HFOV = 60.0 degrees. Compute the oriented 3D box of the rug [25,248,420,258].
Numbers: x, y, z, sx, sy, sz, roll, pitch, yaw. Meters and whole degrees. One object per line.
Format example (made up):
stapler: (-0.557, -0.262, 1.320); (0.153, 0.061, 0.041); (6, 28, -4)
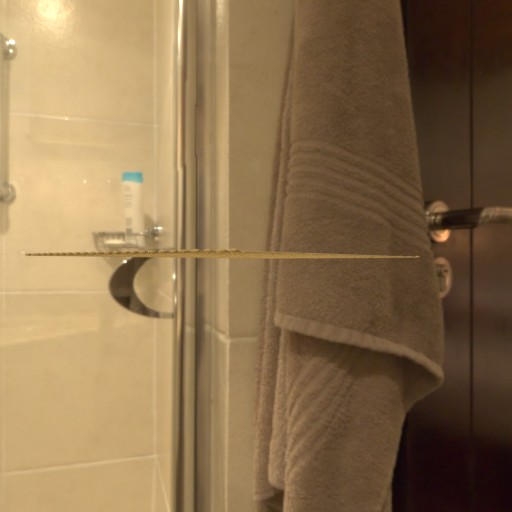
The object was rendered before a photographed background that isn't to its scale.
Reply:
rug: (0.000, 0.000, 3.067); (1.540, 0.018, 2.435); (-1, -1, 36)
